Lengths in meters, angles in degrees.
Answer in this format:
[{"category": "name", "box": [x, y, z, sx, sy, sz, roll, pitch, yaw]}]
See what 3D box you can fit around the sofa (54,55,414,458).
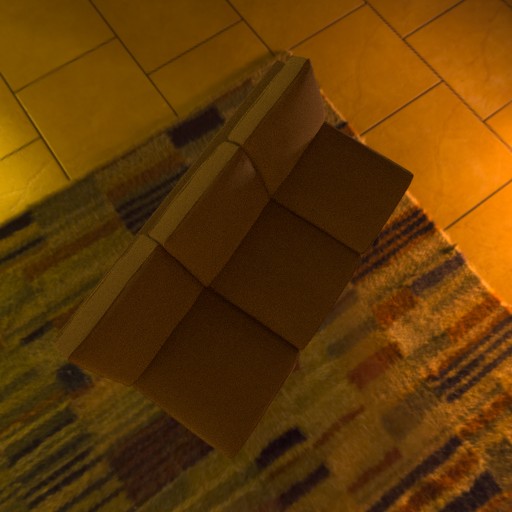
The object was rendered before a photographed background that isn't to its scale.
[{"category": "sofa", "box": [0.000, 0.000, 2.725, 1.127, 1.036, 2.092, 33, 77, 9]}]
